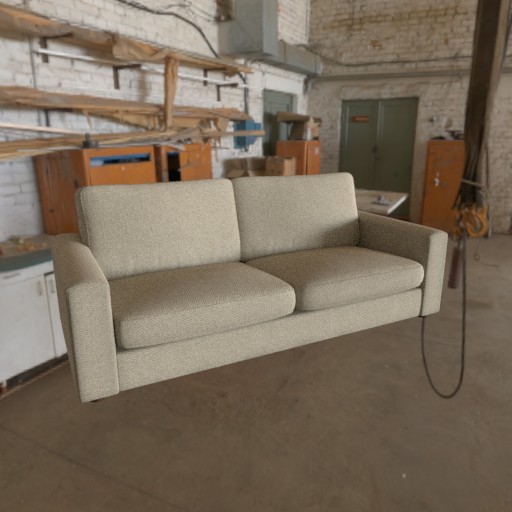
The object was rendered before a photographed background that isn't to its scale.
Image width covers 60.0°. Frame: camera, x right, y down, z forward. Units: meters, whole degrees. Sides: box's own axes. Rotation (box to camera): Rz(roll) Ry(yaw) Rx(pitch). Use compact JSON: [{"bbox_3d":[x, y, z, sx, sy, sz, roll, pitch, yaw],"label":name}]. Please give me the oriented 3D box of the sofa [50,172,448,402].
[{"bbox_3d":[0.000,0.000,2.655,2.179,0.873,1.016,-8,18,-26],"label":"sofa"}]
